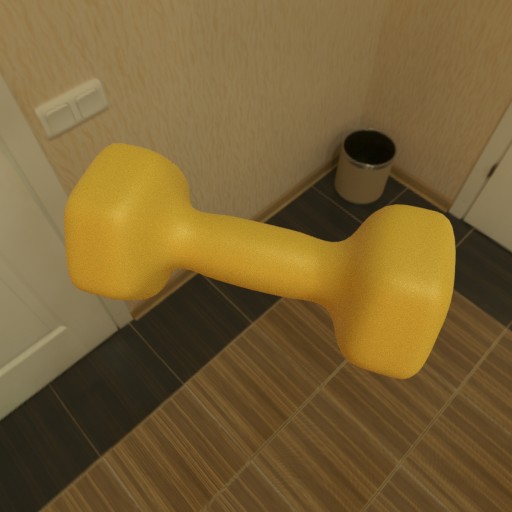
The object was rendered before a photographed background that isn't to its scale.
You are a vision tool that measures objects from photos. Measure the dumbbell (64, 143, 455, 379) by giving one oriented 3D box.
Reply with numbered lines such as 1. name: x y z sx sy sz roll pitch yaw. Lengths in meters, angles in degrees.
1. dumbbell: 0.000 0.000 0.236 0.190 0.082 0.090 14 58 9
